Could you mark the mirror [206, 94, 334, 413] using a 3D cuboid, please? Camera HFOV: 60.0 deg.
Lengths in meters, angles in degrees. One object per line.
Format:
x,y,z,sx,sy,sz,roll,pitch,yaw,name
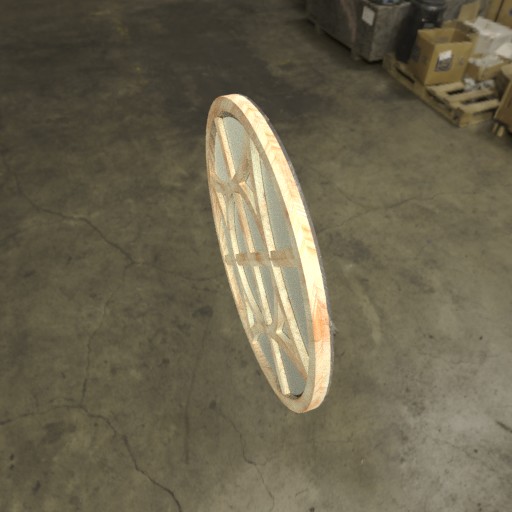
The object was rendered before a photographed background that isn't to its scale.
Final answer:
0.000,0.000,1.029,0.038,0.710,0.710,-15,48,-14,mirror
